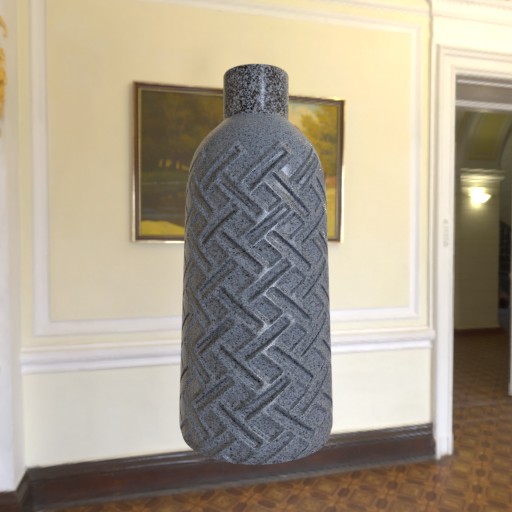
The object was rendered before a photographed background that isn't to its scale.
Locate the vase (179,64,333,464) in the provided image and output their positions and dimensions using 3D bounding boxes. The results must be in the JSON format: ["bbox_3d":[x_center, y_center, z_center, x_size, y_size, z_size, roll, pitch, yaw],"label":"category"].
[{"bbox_3d":[0.000,0.000,0.352,0.122,0.282,0.122,0,2,0],"label":"vase"}]
